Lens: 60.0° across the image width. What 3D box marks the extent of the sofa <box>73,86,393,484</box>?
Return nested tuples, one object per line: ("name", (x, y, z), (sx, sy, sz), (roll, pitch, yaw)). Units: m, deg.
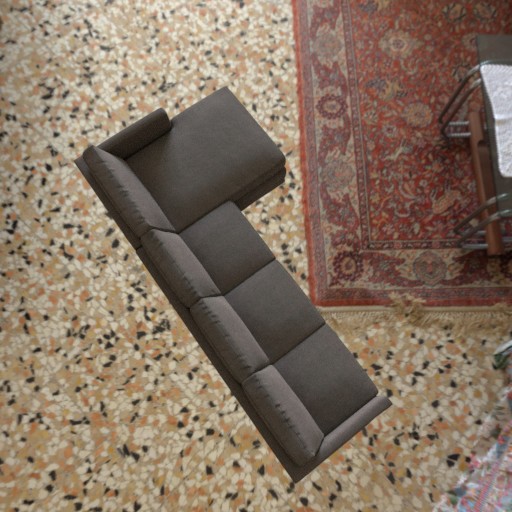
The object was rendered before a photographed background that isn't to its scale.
("sofa", (0.000, 0.000, 3.893), (1.650, 0.922, 3.205), (-35, 77, -9))
